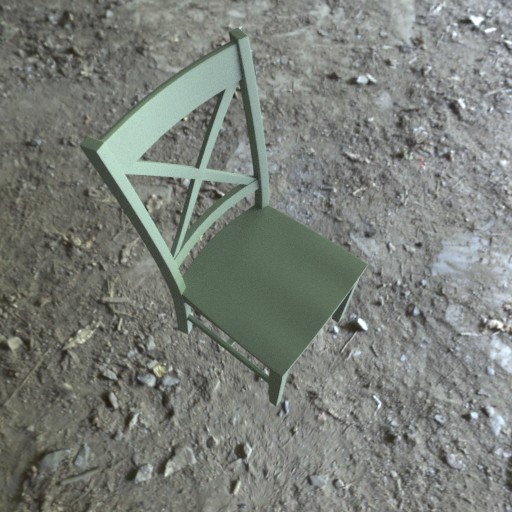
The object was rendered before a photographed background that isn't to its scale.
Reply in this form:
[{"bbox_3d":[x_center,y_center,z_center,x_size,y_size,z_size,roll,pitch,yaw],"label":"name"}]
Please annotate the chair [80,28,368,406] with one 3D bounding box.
[{"bbox_3d":[0.000,0.000,1.306,0.542,0.983,0.485,35,66,18],"label":"chair"}]
